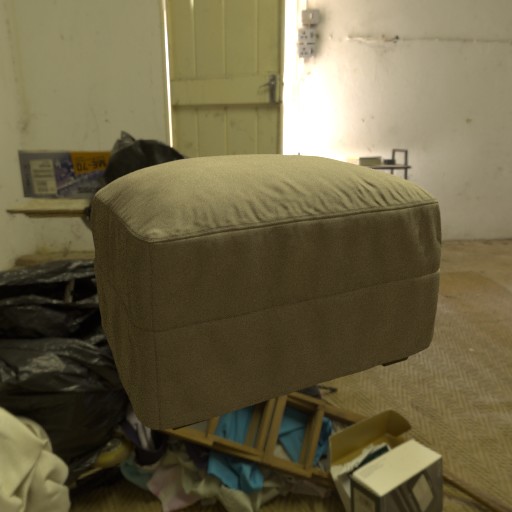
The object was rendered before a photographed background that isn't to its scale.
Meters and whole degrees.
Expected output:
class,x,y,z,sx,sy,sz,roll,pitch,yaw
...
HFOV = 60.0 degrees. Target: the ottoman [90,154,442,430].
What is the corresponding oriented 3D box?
class,x,y,z,sx,sy,sz,roll,pitch,yaw
ottoman,0.000,0.000,1.076,0.712,0.480,0.584,-8,17,-26
